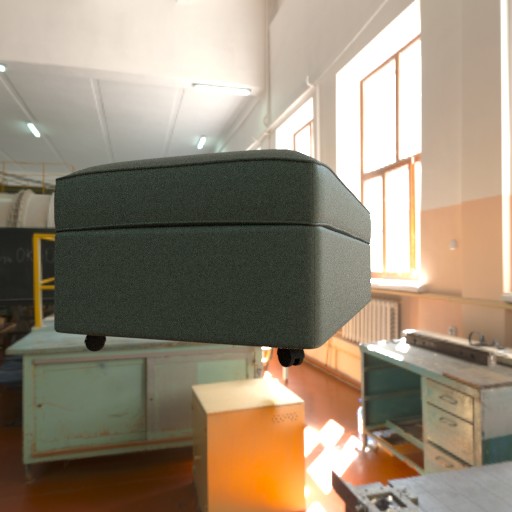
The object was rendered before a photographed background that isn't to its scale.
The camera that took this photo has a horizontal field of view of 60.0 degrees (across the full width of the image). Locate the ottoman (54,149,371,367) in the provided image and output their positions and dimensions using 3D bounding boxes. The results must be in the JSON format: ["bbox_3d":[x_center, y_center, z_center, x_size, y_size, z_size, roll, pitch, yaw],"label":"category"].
[{"bbox_3d":[0.000,0.000,1.529,0.681,0.494,1.173,0,-1,20],"label":"ottoman"}]
